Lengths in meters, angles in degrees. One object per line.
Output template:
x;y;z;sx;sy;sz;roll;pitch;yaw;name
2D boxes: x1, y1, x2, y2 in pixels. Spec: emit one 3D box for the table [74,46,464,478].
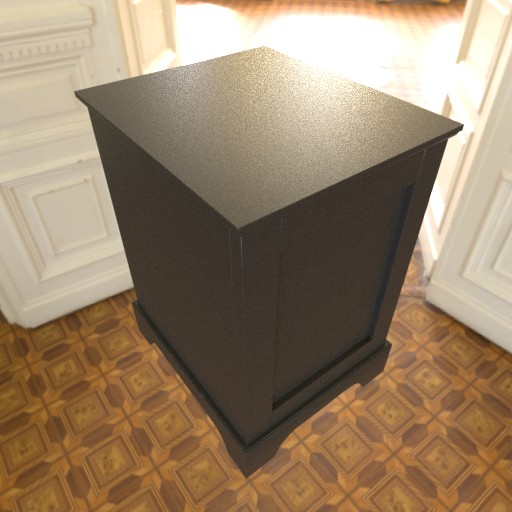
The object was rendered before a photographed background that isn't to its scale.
0.000;0.000;0.879;0.399;0.610;0.460;-27;48;-27;table
